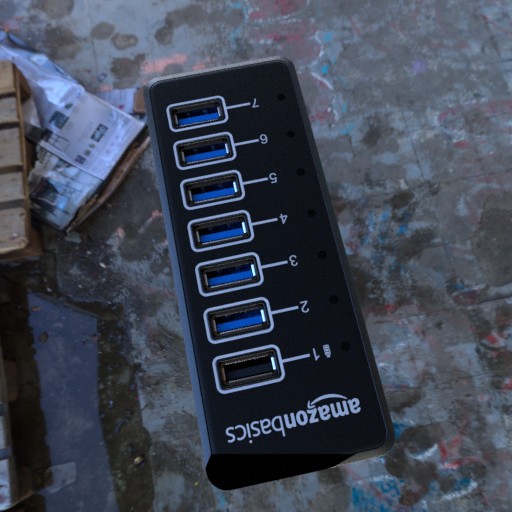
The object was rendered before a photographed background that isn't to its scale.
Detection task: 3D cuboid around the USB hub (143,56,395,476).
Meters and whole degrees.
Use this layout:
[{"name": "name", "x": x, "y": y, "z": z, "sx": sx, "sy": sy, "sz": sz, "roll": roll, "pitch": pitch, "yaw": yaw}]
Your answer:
[{"name": "USB hub", "x": 0.000, "y": 0.000, "z": 0.124, "sx": 0.044, "sy": 0.023, "sz": 0.110, "roll": -12, "pitch": 75, "yaw": -3}]
